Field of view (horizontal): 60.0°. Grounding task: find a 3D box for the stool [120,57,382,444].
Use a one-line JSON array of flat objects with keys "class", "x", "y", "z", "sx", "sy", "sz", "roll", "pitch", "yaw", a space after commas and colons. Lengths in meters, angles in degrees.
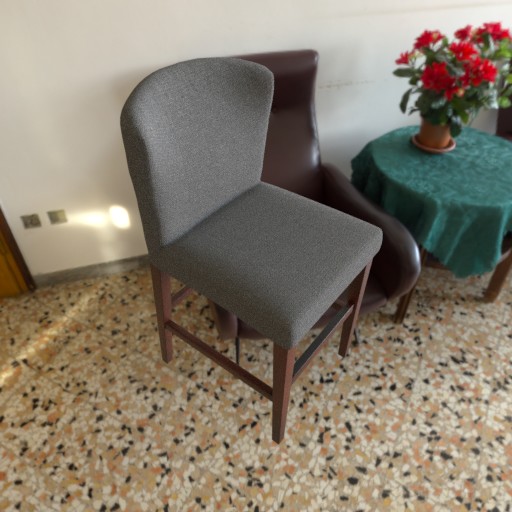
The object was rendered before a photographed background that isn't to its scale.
[{"class": "stool", "x": 0.000, "y": 0.000, "z": 1.291, "sx": 0.568, "sy": 0.968, "sz": 0.479, "roll": 27, "pitch": 48, "yaw": 28}]
